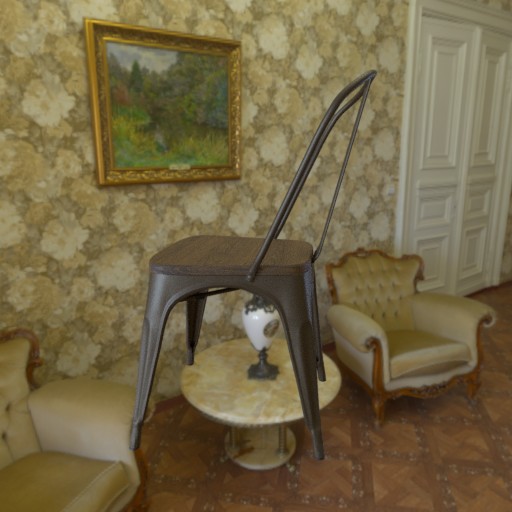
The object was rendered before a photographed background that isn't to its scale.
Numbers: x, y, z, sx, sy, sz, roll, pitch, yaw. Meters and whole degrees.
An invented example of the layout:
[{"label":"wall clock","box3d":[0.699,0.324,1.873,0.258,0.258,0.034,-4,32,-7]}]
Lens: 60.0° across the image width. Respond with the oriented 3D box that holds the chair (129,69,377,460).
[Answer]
[{"label":"chair","box3d":[0.000,0.000,1.113,0.532,0.844,0.451,2,13,9]}]
